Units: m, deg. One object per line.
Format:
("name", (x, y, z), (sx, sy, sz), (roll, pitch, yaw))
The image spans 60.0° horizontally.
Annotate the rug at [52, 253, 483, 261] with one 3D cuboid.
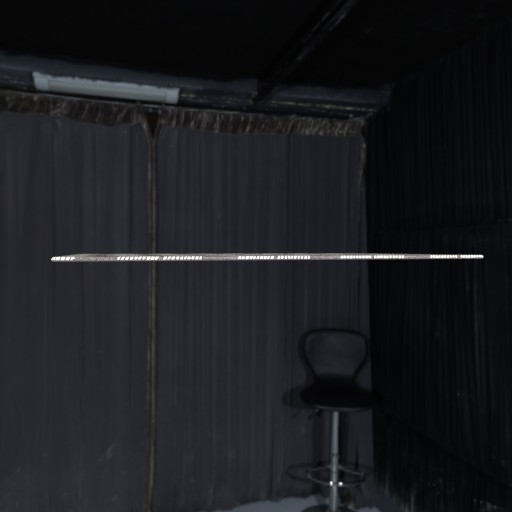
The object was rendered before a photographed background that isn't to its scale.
("rug", (0.000, 0.000, 2.339), (1.833, 0.016, 1.210), (0, 1, -18))
